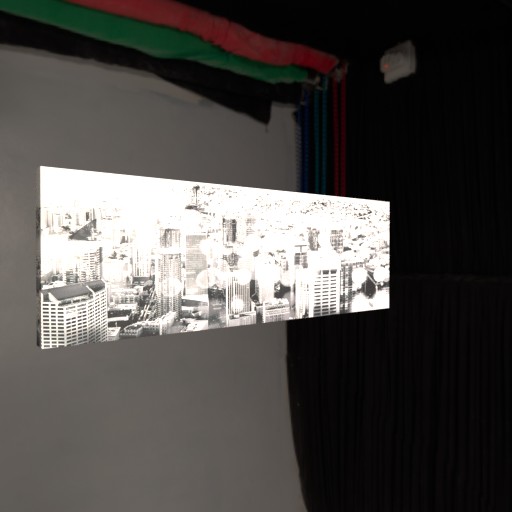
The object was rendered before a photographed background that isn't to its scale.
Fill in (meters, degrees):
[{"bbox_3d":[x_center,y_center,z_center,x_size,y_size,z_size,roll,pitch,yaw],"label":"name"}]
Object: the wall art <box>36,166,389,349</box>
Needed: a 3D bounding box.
[{"bbox_3d":[0.000,0.000,0.853,0.763,0.255,0.038,0,1,-36],"label":"wall art"}]
